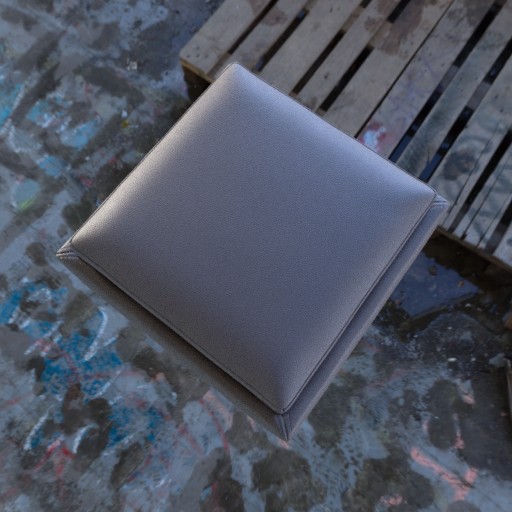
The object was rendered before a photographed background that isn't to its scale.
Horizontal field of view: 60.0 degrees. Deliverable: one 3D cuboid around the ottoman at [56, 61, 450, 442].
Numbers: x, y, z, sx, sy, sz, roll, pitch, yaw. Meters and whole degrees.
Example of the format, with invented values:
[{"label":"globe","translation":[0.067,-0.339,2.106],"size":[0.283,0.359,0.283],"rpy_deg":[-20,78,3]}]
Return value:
[{"label":"ottoman","translation":[0.000,0.000,0.822],"size":[0.450,0.460,0.451],"rpy_deg":[36,77,9]}]
